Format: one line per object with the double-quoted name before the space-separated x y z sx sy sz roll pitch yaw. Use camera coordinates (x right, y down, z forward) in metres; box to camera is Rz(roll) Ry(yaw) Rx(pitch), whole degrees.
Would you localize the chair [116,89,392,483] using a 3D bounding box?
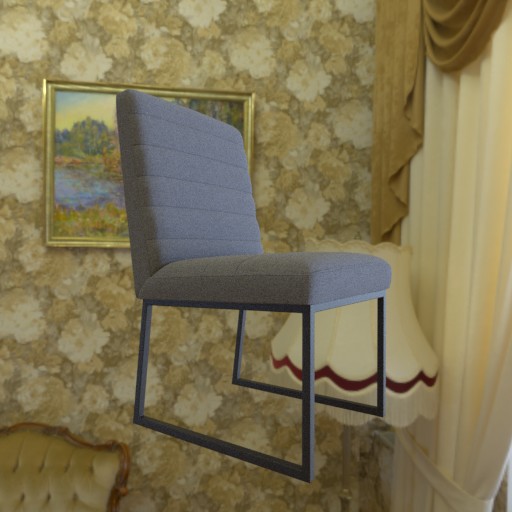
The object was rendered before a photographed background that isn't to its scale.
"chair" 0.000 0.000 1.268 0.634 0.930 0.520 0 1 35
